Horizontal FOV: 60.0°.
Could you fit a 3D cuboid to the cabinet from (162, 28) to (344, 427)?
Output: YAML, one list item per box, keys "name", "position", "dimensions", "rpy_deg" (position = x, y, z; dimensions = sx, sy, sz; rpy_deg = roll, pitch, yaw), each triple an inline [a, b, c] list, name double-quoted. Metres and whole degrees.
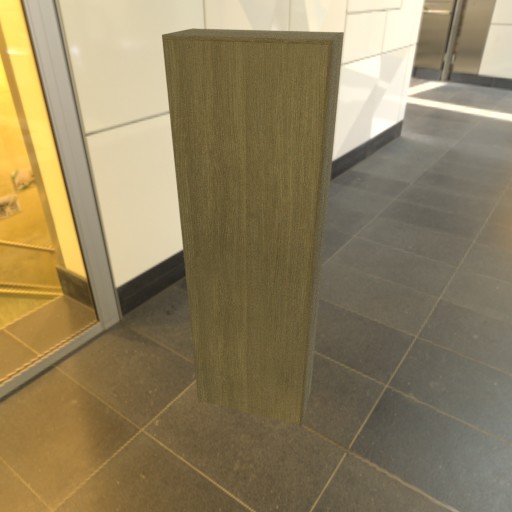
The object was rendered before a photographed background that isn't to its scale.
- name: "cabinet"
  position: [0.000, 0.000, 1.808]
  dimensions: [0.520, 1.630, 0.255]
  rpy_deg: [9, 32, 14]
